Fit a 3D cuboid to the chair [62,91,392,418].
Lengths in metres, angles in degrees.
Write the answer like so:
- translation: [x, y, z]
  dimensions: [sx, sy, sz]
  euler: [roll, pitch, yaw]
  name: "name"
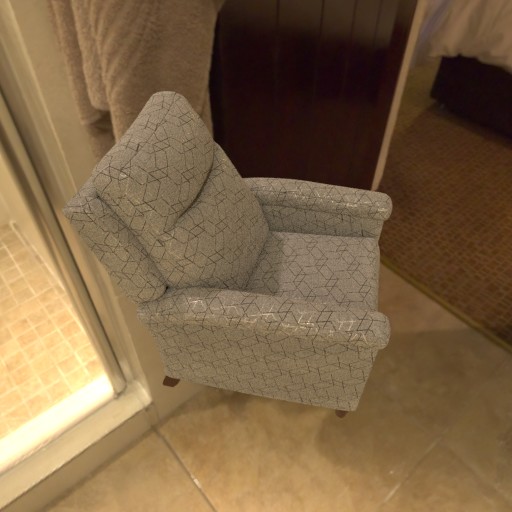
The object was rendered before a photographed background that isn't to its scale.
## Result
- translation: [0.000, 0.000, 1.711]
  dimensions: [0.987, 1.048, 0.753]
  euler: [9, 47, 9]
  name: "chair"
